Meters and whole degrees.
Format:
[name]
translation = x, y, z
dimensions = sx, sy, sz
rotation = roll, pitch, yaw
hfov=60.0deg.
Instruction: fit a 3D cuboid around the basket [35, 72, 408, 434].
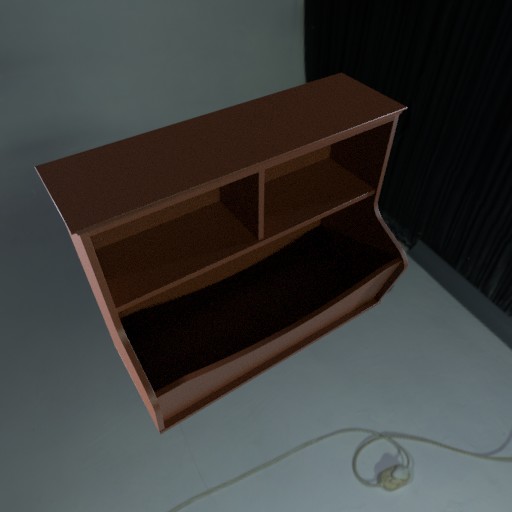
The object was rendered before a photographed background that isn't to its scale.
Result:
[basket]
translation = 0.000, 0.000, 1.134
dimensions = 0.792, 0.625, 0.376
rotation = -25, 51, -23
